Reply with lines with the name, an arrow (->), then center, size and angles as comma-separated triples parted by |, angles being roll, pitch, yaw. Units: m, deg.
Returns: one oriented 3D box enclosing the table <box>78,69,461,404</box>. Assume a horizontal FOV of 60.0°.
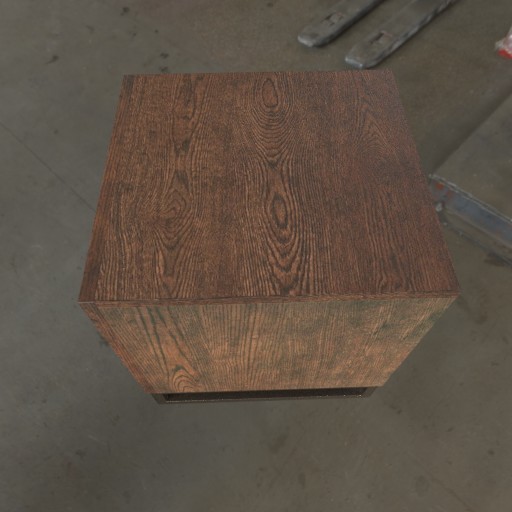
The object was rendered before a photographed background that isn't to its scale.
table -> 0.000, 0.000, 1.000 | 0.566, 0.582, 0.506 | -2, 58, -1
